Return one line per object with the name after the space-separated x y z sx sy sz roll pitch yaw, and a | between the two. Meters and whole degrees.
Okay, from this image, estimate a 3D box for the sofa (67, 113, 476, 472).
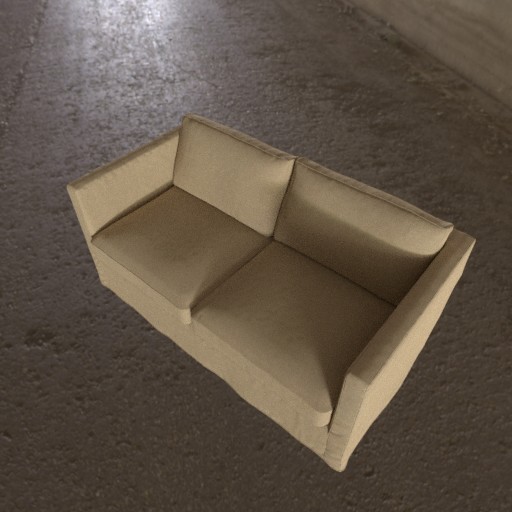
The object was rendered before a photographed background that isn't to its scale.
0.000 0.000 2.227 1.719 0.835 0.962 31 53 27 | sofa
